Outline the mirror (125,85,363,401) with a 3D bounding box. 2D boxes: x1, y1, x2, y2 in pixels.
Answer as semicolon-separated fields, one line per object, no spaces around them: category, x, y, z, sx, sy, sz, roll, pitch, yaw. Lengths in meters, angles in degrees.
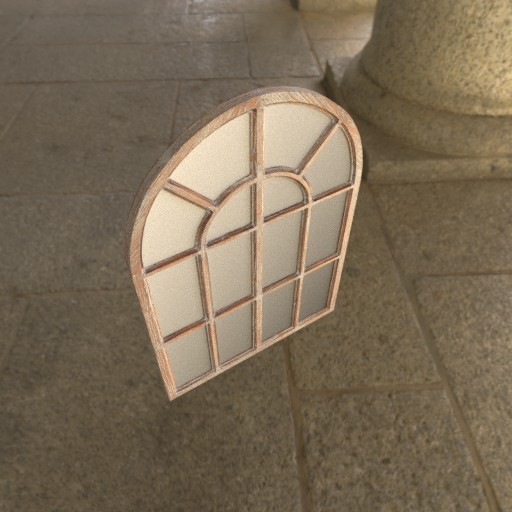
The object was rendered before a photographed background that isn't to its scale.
mirror;0.000;0.000;1.193;0.660;0.920;0.032;-25;51;-22
